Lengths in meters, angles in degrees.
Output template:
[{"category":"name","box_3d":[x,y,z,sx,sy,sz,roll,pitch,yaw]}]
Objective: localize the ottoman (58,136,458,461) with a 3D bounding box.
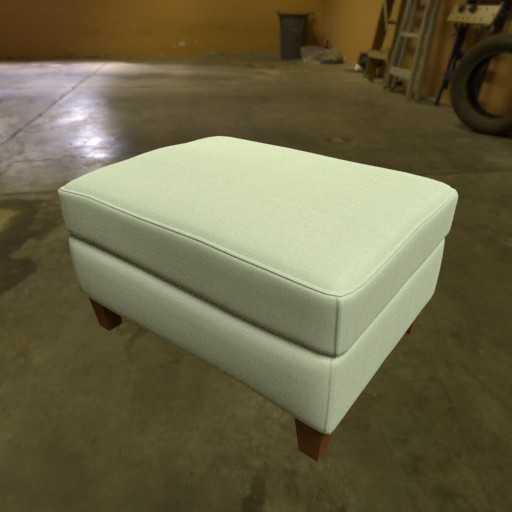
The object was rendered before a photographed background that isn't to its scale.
[{"category":"ottoman","box_3d":[0.000,0.000,1.189,0.818,0.496,0.634,21,36,32]}]
